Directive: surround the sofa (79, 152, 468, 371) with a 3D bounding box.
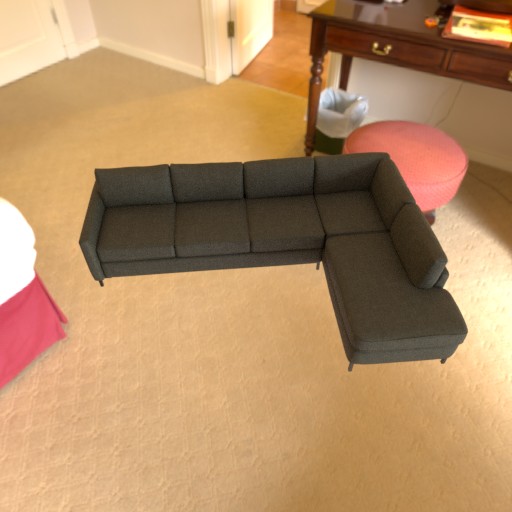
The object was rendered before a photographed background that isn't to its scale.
[{"bbox_3d":[0.000,0.000,3.823,2.972,0.858,1.984,-4,46,-4],"label":"sofa"}]
